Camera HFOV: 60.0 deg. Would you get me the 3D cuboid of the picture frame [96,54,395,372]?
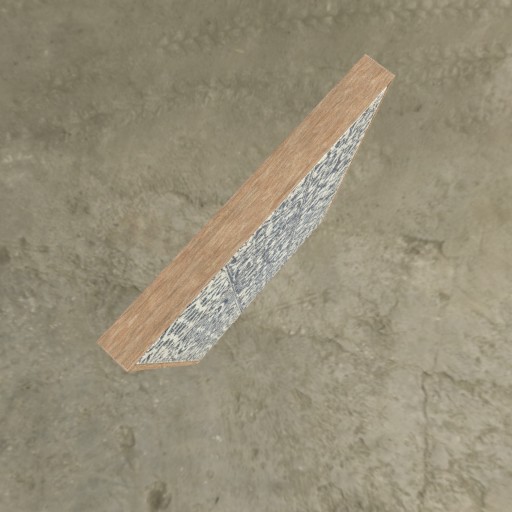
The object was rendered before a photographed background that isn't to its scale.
[{"bbox_3d":[0.000,0.000,0.719,0.043,0.526,0.424,40,80,8],"label":"picture frame"}]
